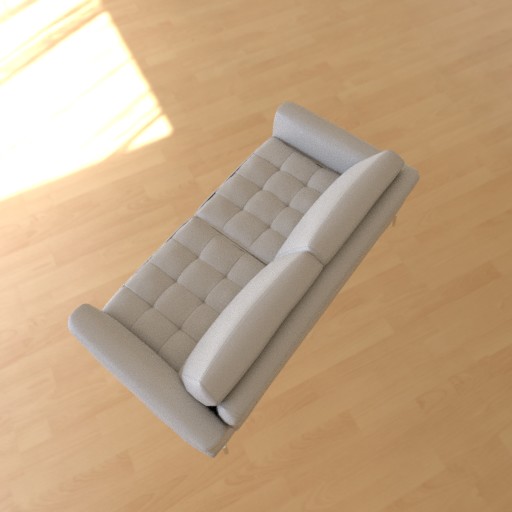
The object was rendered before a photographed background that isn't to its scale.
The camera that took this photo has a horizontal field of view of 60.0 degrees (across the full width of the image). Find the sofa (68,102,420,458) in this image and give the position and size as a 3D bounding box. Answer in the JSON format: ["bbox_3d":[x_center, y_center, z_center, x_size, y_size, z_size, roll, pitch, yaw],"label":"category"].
[{"bbox_3d":[0.000,0.000,2.788,1.121,0.930,2.177,35,68,16],"label":"sofa"}]
